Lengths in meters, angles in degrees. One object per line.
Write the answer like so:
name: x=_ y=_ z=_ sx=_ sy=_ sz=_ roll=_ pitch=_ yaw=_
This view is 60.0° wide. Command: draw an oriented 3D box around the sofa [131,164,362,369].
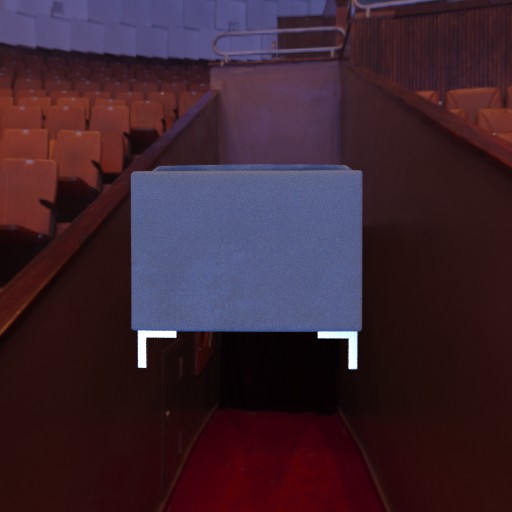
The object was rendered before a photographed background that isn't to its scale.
sofa: x=0.000 y=0.000 z=2.495 sx=0.796 sy=0.705 sz=2.102 roll=0 pitch=1 yaw=2
